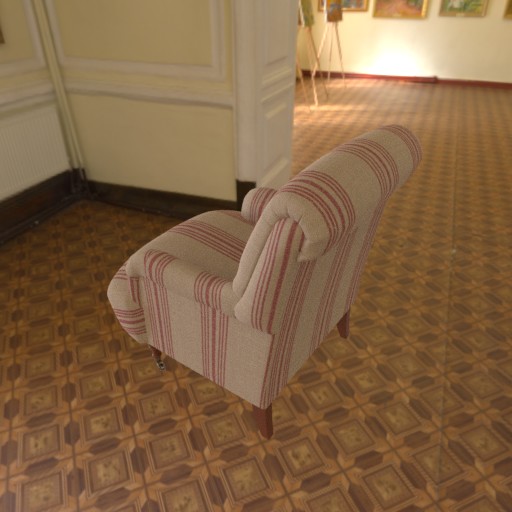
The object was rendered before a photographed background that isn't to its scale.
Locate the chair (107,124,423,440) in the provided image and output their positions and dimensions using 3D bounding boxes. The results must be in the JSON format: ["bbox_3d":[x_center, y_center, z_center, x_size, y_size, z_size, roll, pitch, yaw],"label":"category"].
[{"bbox_3d":[0.000,0.000,1.923,1.058,1.123,0.933,20,37,29],"label":"chair"}]
